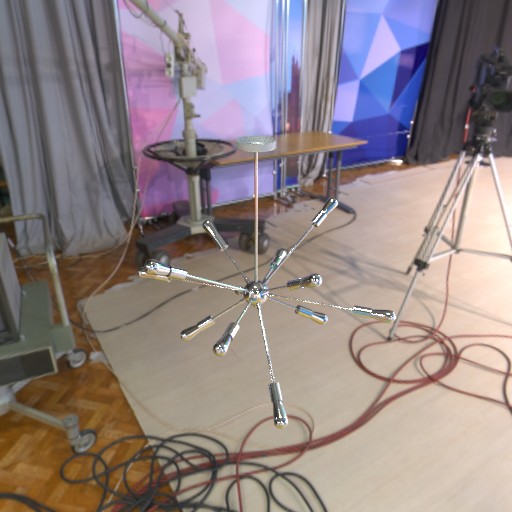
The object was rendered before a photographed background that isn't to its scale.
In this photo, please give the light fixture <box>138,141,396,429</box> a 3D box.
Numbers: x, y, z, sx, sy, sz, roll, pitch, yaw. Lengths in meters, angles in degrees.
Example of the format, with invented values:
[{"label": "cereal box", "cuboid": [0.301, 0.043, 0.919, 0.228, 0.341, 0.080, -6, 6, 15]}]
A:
[{"label": "light fixture", "cuboid": [0.000, 0.000, 1.076, 0.684, 0.558, 0.509, 9, 28, 17]}]
